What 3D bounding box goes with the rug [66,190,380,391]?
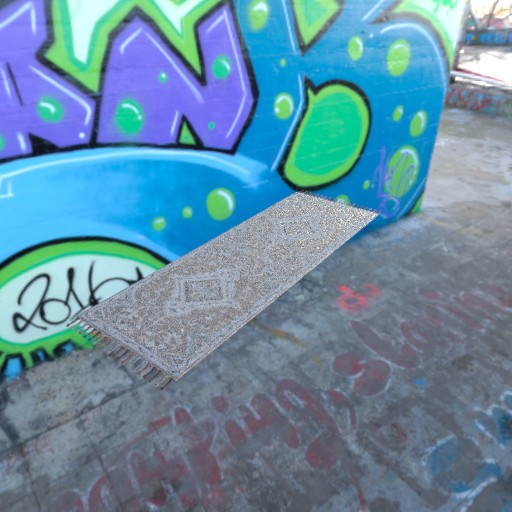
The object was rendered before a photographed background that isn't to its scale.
[{"bbox_3d":[0.000,0.000,2.849,2.378,0.018,1.324,-21,36,-31],"label":"rug"}]
